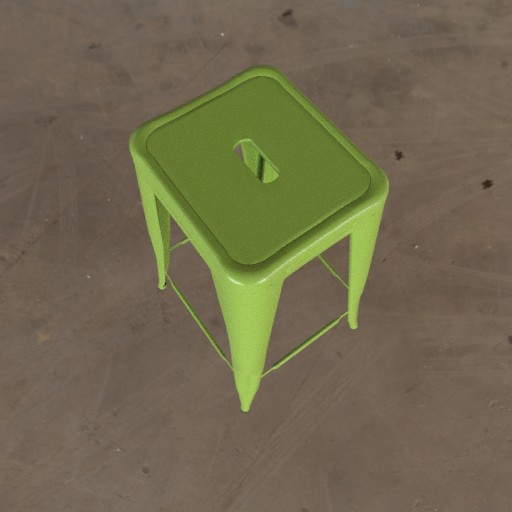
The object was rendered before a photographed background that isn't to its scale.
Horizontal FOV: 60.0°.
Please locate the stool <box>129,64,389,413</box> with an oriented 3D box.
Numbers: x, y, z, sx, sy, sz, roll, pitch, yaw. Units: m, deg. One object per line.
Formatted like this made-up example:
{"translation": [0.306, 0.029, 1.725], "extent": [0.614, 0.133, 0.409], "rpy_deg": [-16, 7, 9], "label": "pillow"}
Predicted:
{"translation": [0.000, 0.000, 0.862], "extent": [0.358, 0.609, 0.398], "rpy_deg": [-33, 69, -14], "label": "stool"}
